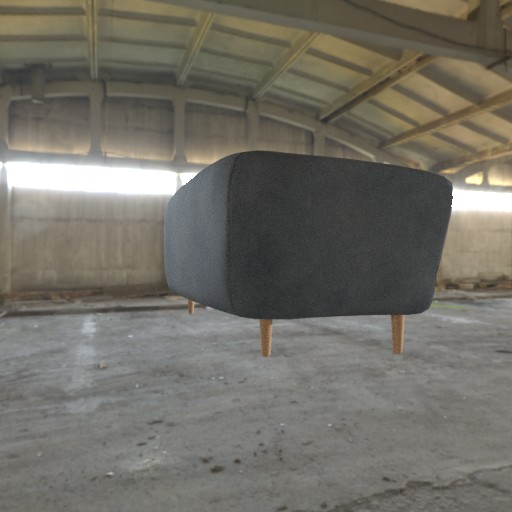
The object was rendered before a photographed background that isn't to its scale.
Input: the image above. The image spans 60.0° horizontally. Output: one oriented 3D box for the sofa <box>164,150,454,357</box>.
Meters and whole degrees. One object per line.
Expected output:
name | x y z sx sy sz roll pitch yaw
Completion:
sofa | 0.000 0.000 2.485 0.849 0.795 2.095 0 -1 -20
